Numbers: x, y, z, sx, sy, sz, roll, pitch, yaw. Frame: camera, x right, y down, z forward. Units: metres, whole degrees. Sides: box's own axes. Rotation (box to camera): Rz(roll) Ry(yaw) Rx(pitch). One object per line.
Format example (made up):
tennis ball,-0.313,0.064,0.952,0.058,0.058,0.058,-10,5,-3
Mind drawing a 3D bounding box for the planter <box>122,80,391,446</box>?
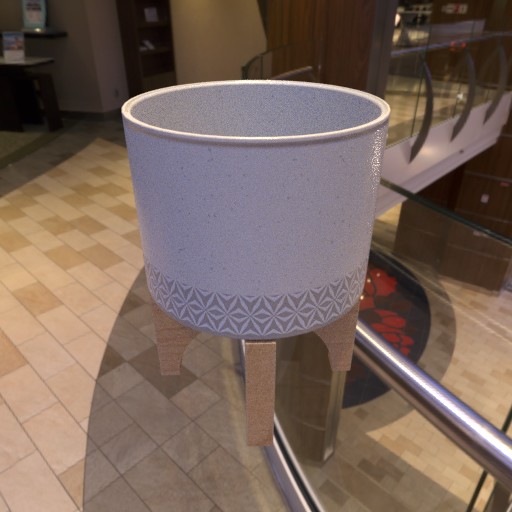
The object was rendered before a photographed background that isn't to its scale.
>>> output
planter,0.000,0.000,0.265,0.130,0.178,0.130,0,31,0
